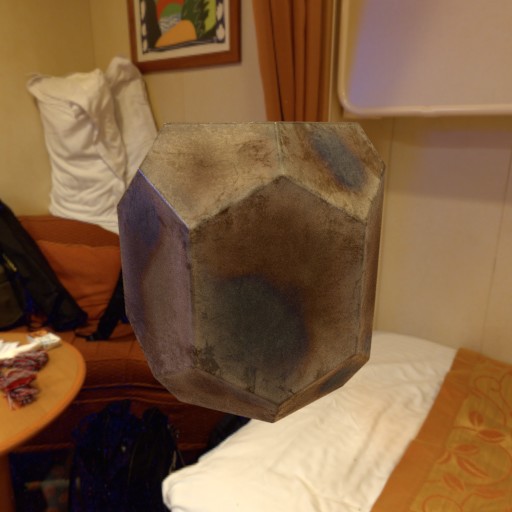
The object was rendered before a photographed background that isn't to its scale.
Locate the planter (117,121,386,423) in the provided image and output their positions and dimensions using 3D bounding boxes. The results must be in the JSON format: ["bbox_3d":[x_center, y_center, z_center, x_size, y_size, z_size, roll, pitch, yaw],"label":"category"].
[{"bbox_3d":[0.000,0.000,0.414,0.243,0.238,0.221,-2,16,-9],"label":"planter"}]
